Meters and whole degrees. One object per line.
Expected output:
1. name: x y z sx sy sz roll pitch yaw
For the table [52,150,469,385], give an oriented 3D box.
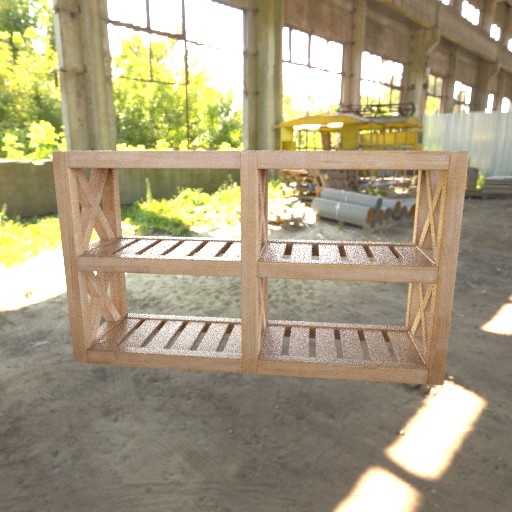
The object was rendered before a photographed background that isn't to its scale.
1. table: 0.000 0.000 1.650 1.320 0.762 0.381 2 14 7
